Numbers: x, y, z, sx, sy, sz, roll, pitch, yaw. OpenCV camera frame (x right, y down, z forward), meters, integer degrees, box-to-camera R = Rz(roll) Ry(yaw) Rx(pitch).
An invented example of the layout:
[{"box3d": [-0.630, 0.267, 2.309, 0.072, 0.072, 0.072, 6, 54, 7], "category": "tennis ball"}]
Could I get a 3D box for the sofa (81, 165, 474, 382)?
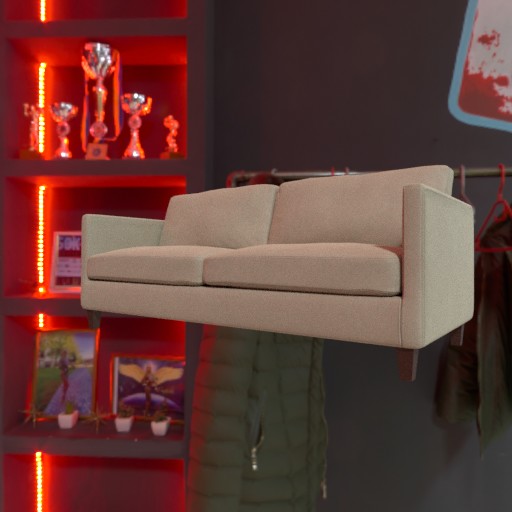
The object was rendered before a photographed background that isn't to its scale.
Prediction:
[{"box3d": [0.000, 0.000, 2.593, 2.181, 0.932, 0.948, 0, 0, 36], "category": "sofa"}]
